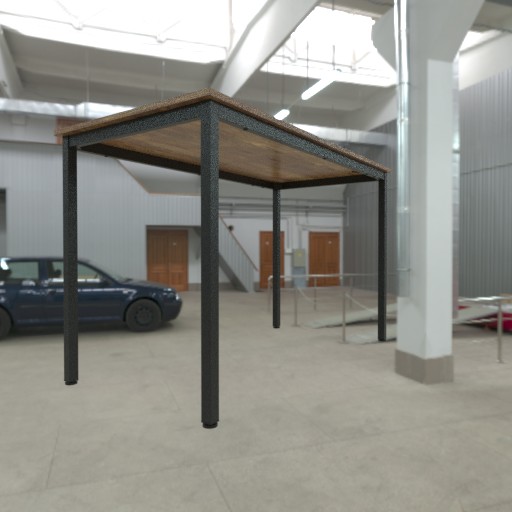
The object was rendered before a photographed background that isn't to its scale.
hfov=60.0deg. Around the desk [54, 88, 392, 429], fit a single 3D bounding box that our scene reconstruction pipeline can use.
[{"bbox_3d":[0.000,0.000,1.619,0.600,0.749,1.200,1,1,35],"label":"desk"}]
